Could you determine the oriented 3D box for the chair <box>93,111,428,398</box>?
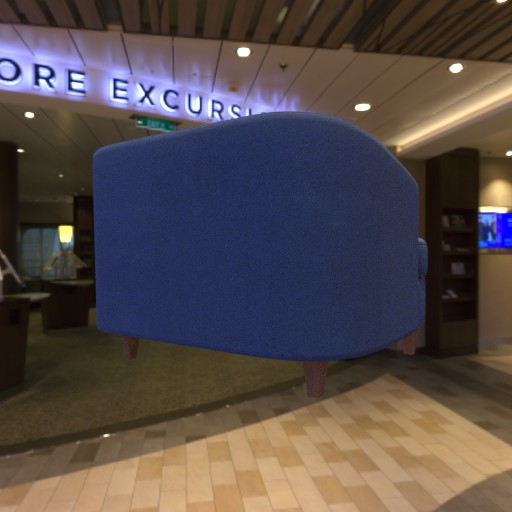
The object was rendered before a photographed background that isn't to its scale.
[{"bbox_3d":[0.000,0.000,1.742,1.118,0.787,0.914,0,1,34],"label":"chair"}]
